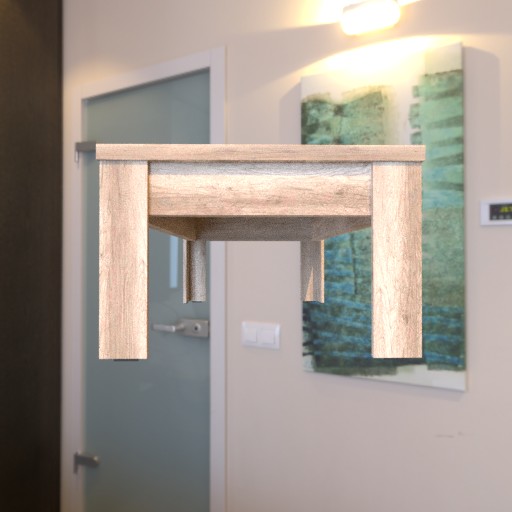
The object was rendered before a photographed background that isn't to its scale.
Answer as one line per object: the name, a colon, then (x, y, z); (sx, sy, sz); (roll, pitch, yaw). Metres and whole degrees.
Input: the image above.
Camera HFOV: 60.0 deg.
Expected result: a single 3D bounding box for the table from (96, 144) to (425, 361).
table: (0.000, 0.000, 1.613); (0.700, 0.460, 1.350); (0, -1, -1)
